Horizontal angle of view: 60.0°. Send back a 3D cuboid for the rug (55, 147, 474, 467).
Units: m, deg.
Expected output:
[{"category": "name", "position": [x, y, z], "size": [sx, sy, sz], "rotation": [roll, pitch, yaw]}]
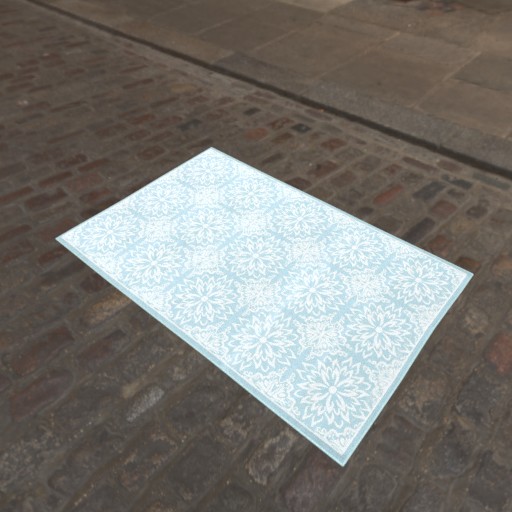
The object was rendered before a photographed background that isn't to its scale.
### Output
[{"category": "rug", "position": [0.000, 0.000, 2.321], "size": [1.840, 0.012, 1.219], "rotation": [31, 53, 27]}]
